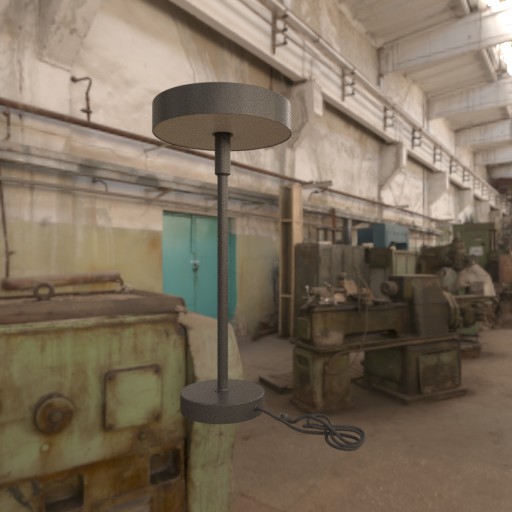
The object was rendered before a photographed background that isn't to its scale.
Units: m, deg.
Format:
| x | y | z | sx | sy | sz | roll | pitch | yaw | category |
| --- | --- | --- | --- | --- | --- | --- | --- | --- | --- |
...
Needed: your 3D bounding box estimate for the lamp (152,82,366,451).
| x | y | z | sx | sy | sz | roll | pitch | yaw | category |
| --- | --- | --- | --- | --- | --- | --- | --- | --- | --- |
| 0.000 | 0.000 | 0.694 | 0.369 | 0.508 | 0.229 | 0 | 0 | 38 | lamp |
